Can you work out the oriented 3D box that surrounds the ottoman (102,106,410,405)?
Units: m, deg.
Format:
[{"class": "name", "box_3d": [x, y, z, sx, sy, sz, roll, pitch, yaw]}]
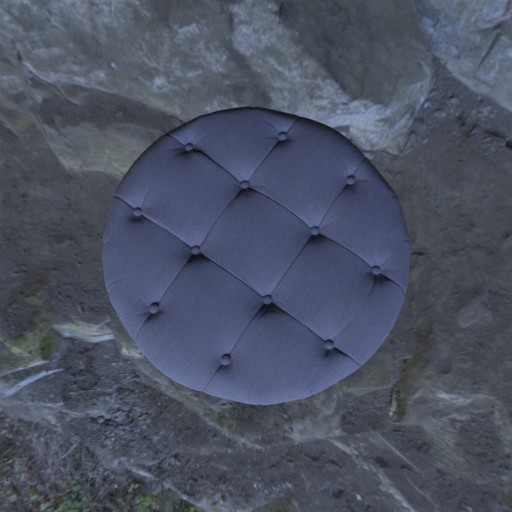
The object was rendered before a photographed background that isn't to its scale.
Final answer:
[{"class": "ottoman", "box_3d": [0.000, 0.000, 1.437, 0.901, 0.439, 0.901, 0, 77, 0]}]
